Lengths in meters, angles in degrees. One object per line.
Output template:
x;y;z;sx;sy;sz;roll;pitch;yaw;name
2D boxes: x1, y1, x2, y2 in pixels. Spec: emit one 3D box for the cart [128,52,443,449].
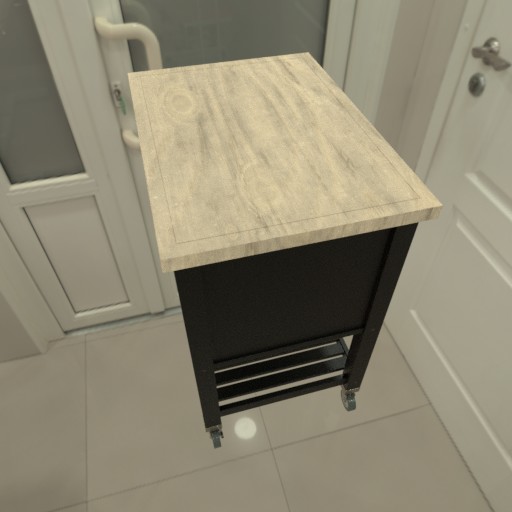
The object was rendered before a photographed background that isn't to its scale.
0.000;0.000;1.430;0.567;0.920;0.797;-11;47;-11;cart
